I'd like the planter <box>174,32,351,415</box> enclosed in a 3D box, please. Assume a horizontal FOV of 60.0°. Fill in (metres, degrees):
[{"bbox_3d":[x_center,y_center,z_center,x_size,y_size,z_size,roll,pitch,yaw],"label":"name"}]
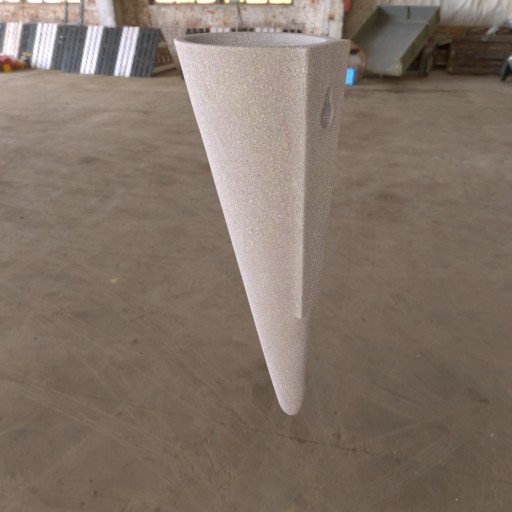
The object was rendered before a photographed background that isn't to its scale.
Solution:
[{"bbox_3d":[0.000,0.000,0.292,0.087,0.259,0.078,19,36,29],"label":"planter"}]
